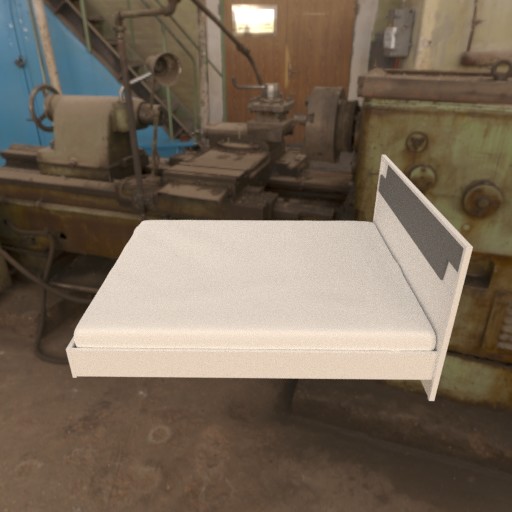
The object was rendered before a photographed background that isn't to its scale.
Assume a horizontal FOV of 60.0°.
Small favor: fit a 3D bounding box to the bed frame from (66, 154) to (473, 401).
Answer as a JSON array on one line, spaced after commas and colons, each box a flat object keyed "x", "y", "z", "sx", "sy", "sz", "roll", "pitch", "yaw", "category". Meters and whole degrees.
[{"x": 0.000, "y": 0.000, "z": 3.123, "sx": 2.100, "sy": 1.001, "sz": 1.711, "roll": 0, "pitch": 27, "yaw": 1, "category": "bed frame"}]
